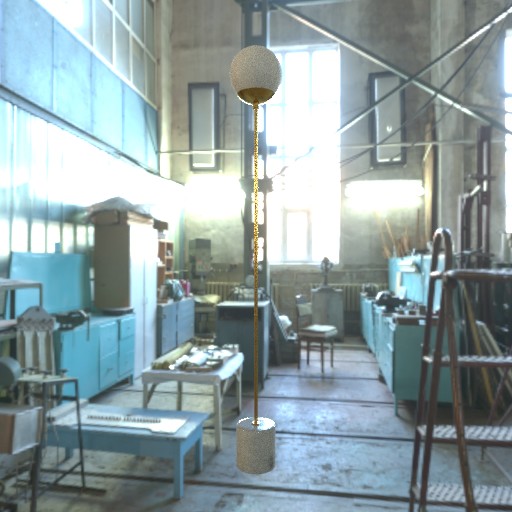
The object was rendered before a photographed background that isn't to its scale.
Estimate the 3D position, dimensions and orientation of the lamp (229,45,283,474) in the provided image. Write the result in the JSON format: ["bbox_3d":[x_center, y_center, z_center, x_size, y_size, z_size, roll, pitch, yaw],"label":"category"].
[{"bbox_3d":[0.000,0.000,1.863,0.224,1.753,0.224,0,-1,-36],"label":"lamp"}]
